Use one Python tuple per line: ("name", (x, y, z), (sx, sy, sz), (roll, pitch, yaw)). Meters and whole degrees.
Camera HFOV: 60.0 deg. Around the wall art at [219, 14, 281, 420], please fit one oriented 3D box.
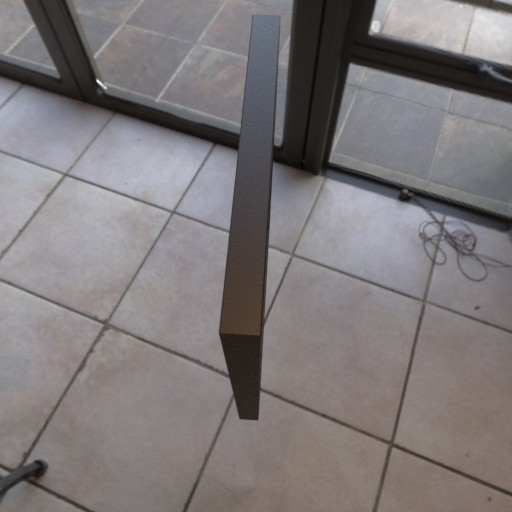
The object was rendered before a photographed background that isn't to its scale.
("wall art", (0.000, 0.000, 0.743), (0.039, 0.555, 0.449), (3, 62, 2))
